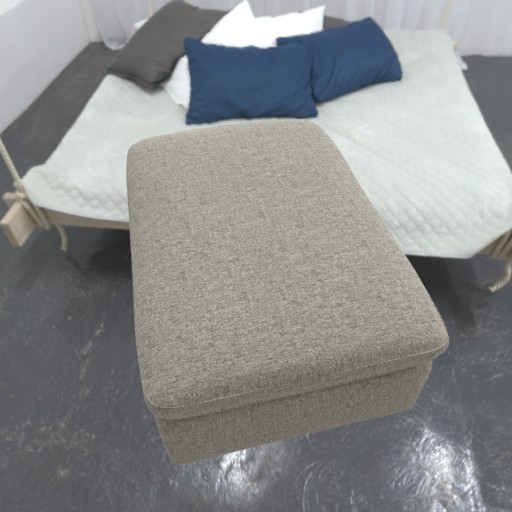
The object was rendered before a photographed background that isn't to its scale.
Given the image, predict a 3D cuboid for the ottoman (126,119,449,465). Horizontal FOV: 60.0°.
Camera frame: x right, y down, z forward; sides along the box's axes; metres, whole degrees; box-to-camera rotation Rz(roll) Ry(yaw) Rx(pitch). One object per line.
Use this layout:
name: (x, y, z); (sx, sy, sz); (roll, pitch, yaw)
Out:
ottoman: (0.000, 0.000, 1.315); (0.694, 0.451, 0.977); (-10, 47, -9)
